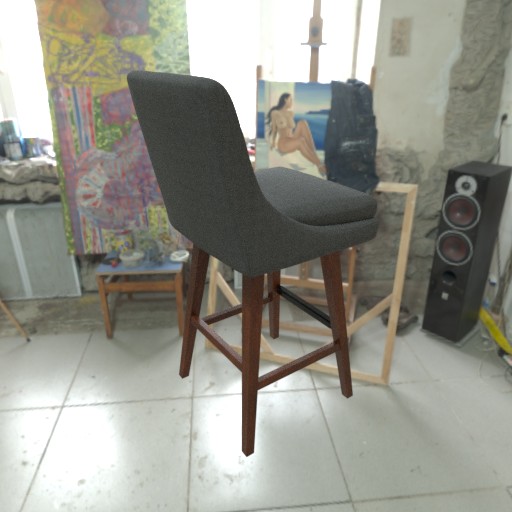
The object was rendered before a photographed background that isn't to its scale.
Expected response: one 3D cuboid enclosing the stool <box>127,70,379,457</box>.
[{"bbox_3d":[0.000,0.000,1.260,0.524,0.977,0.447,-17,30,-31],"label":"stool"}]
